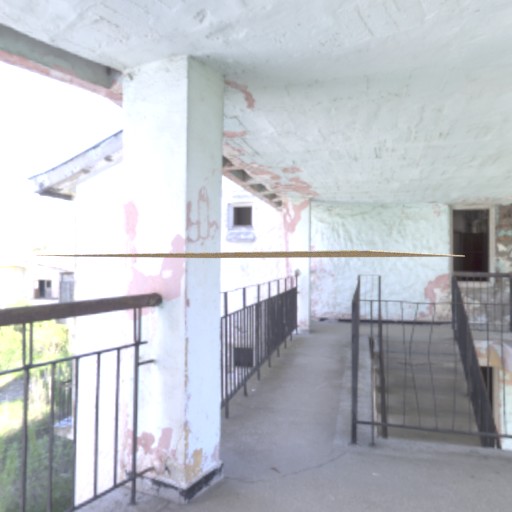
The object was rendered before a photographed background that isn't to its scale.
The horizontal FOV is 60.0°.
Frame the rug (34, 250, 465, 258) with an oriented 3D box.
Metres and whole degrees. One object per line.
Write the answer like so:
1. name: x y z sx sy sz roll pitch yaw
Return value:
1. rug: 0.000 0.000 3.998 3.037 0.011 2.433 -1 -1 35
